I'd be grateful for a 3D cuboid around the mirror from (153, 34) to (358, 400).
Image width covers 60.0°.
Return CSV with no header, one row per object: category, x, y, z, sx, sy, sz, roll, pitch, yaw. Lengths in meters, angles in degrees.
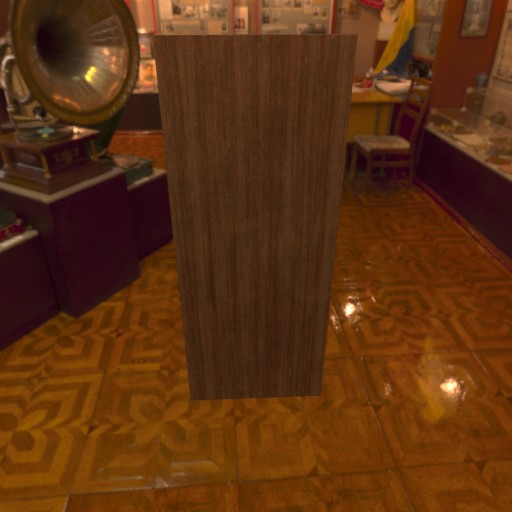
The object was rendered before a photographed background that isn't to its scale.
mirror,0.000,0.000,2.269,0.812,2.032,0.025,-1,30,-2
